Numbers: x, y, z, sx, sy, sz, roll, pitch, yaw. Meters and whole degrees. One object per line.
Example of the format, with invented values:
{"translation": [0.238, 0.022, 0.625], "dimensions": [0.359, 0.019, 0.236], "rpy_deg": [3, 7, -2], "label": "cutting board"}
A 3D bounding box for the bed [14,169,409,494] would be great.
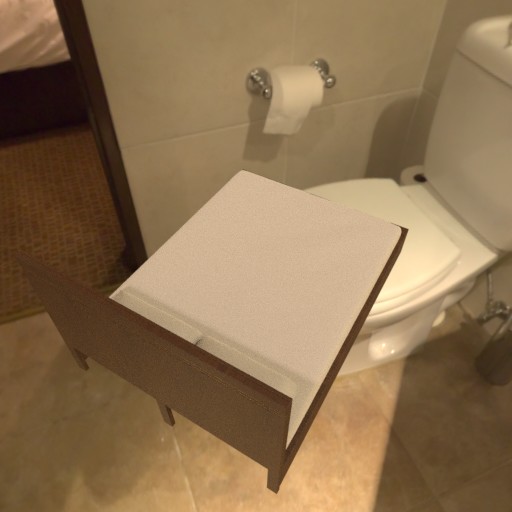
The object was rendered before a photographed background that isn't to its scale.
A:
{"translation": [0.000, 0.000, 3.105], "dimensions": [1.613, 1.169, 2.221], "rpy_deg": [24, 51, 20], "label": "bed"}
